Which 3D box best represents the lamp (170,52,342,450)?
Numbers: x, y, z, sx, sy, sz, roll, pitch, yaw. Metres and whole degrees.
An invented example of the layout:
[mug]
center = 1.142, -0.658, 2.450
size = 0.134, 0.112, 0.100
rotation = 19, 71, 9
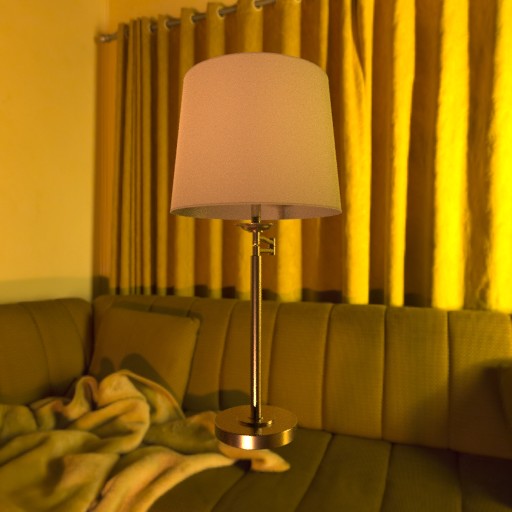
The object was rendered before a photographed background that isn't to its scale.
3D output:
[lamp]
center = 0.000, 0.000, 0.875
size = 0.333, 0.696, 0.333
rotation = 0, 0, 0
